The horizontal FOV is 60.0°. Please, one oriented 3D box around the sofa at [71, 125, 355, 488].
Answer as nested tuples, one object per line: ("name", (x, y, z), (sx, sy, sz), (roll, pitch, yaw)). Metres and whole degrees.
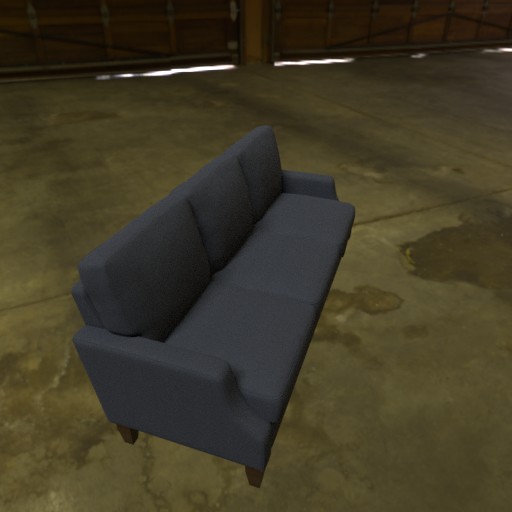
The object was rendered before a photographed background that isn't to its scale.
("sofa", (0.000, 0.000, 2.560), (0.888, 0.984, 2.115), (10, 33, 17))
